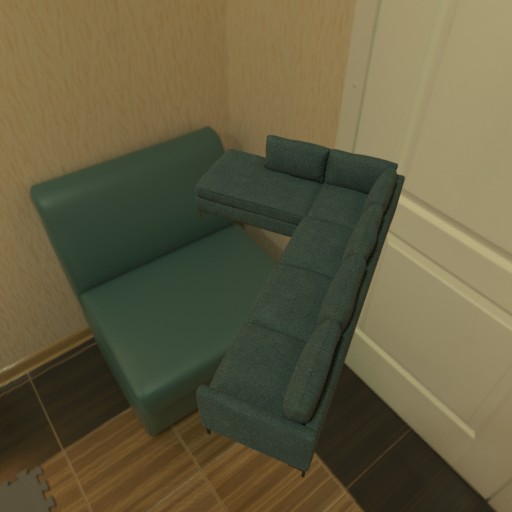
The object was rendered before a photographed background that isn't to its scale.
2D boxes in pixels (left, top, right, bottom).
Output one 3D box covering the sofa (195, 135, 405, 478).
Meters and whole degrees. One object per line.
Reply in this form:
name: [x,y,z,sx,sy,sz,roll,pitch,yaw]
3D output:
sofa: [0.000,0.000,3.913,2.007,0.815,2.949,17,48,16]
